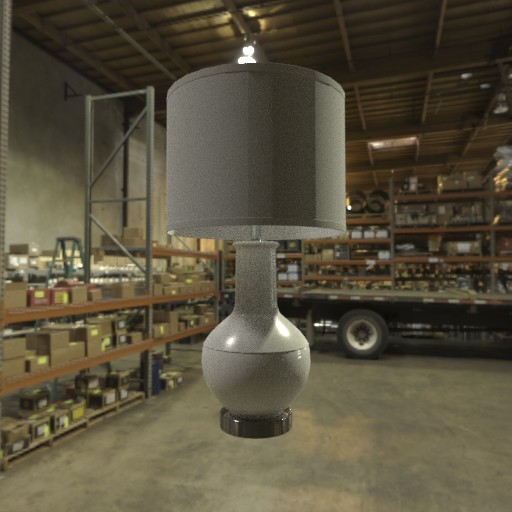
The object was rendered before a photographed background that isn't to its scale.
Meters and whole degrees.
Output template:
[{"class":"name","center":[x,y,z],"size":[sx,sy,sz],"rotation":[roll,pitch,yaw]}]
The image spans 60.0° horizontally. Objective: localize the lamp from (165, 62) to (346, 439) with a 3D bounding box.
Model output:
[{"class":"lamp","center":[0.000,0.000,0.890],"size":[0.357,0.673,0.357],"rotation":[-1,-2,17]}]
